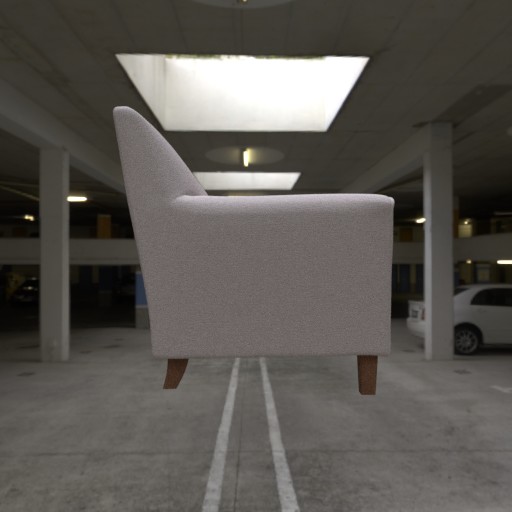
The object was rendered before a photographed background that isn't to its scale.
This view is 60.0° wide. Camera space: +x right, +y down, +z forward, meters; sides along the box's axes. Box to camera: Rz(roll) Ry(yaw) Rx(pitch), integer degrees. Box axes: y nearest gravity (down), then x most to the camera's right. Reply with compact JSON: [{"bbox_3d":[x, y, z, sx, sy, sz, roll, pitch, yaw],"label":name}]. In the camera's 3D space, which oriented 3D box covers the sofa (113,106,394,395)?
[{"bbox_3d":[0.000,0.000,2.060,0.888,0.890,1.482,0,0,-1],"label":"sofa"}]
